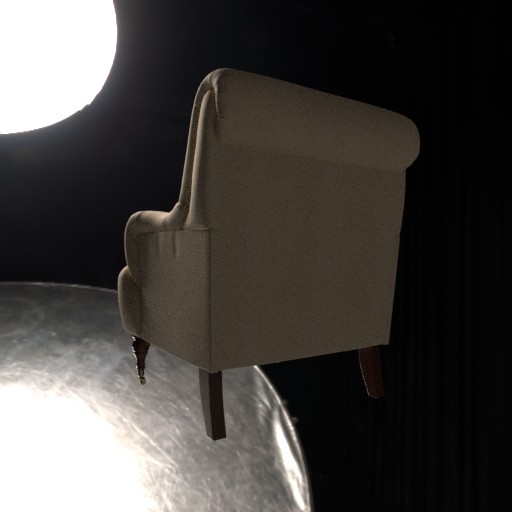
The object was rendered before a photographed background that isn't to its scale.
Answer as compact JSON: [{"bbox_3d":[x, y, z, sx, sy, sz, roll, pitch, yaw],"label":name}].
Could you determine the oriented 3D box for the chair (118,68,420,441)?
[{"bbox_3d":[0.000,0.000,1.554,0.766,0.944,0.842,0,0,-34],"label":"chair"}]
